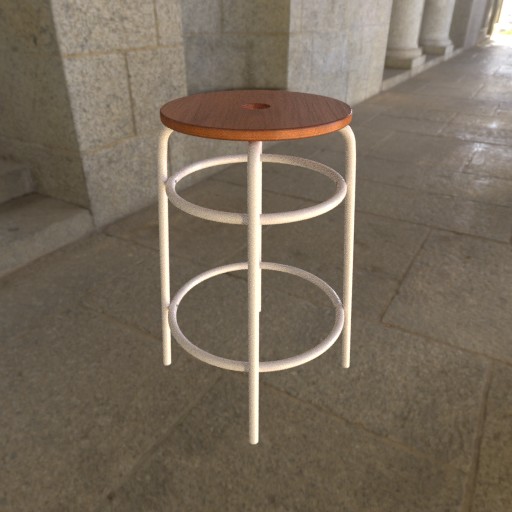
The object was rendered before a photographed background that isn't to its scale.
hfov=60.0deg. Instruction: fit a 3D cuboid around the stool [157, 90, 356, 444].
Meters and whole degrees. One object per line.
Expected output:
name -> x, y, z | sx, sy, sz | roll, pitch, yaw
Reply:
stool -> 0.000, 0.000, 0.934 | 0.455, 0.610, 0.455 | 1, 30, 1
